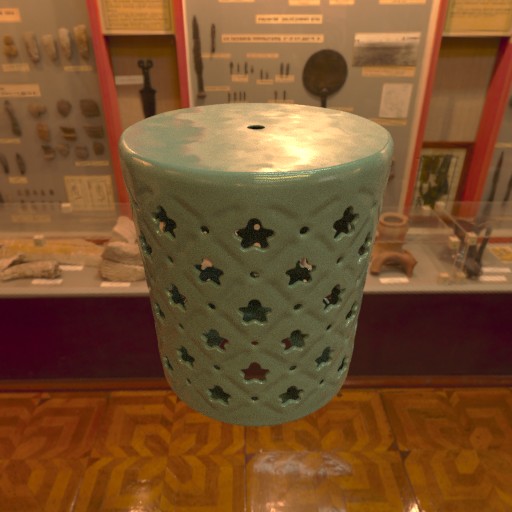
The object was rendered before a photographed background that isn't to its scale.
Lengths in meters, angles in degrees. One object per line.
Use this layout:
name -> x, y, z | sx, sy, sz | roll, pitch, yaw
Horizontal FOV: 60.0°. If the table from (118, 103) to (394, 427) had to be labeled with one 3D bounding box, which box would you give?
table -> 0.000, 0.000, 0.671 | 0.352, 0.387, 0.352 | 0, 30, 0
